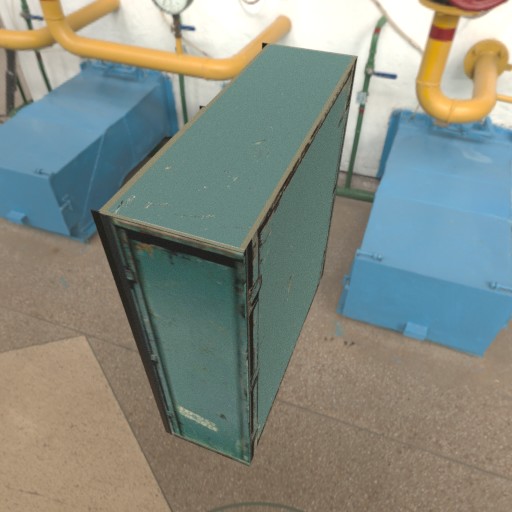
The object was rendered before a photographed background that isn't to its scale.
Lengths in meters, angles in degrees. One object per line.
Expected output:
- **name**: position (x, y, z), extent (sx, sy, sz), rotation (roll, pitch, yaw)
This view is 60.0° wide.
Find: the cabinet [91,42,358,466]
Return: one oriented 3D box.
- **cabinet**: position (0.000, 0.000, 3.154), extent (0.680, 2.160, 2.000), rotation (15, 47, 15)
